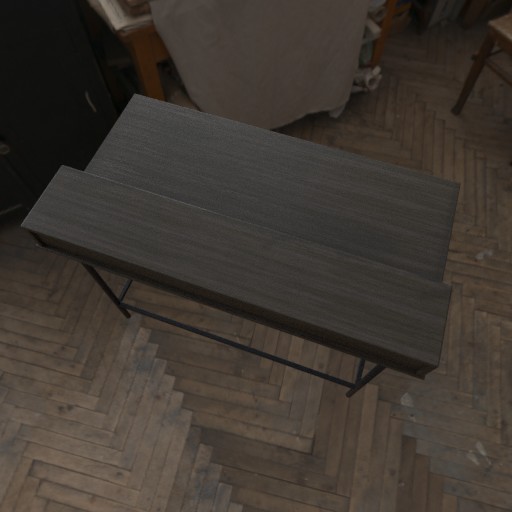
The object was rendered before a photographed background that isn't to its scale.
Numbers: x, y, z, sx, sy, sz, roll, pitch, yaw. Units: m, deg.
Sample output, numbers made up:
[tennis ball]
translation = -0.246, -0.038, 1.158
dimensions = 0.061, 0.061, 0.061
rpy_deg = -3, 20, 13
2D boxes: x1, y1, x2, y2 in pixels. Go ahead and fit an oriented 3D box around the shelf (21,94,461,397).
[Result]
[shelf]
translation = 0.000, 0.000, 1.710
dimensions = 1.212, 0.865, 0.685
rpy_deg = 18, 65, 9
